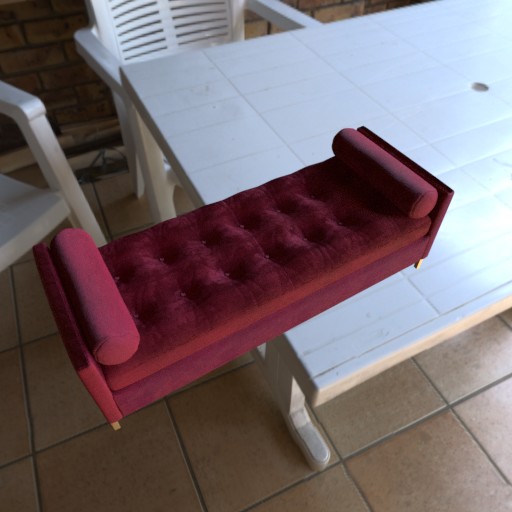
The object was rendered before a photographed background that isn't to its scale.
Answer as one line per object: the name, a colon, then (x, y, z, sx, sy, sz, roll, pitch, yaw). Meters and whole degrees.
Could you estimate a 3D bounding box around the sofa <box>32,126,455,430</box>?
sofa: (0.000, 0.000, 2.492, 2.102, 0.705, 0.796, -24, 52, -20)
